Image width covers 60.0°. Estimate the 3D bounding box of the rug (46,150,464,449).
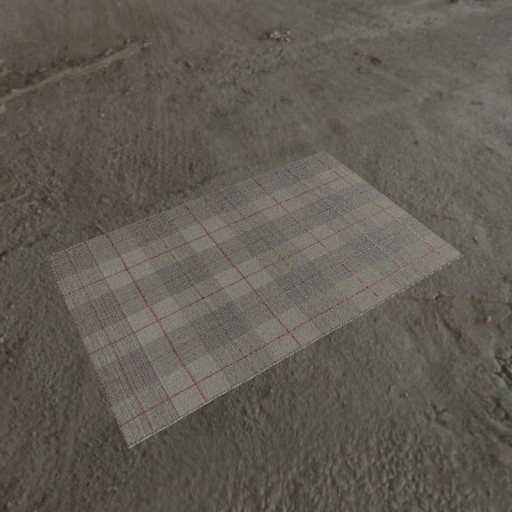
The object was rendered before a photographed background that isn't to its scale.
[{"bbox_3d":[0.000,0.000,3.070,2.464,0.010,1.549,-25,51,-22],"label":"rug"}]
